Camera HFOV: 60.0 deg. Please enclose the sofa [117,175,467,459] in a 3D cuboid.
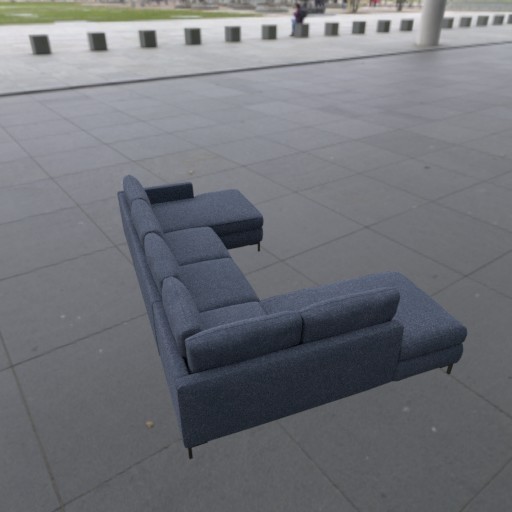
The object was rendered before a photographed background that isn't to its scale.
[{"bbox_3d":[0.000,0.000,3.879,2.007,0.813,2.956,-11,32,-18],"label":"sofa"}]
